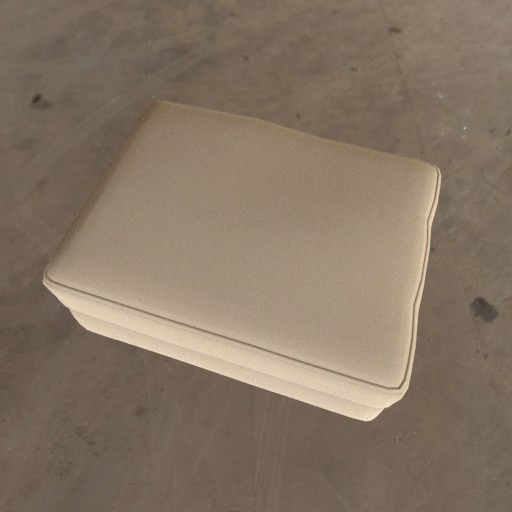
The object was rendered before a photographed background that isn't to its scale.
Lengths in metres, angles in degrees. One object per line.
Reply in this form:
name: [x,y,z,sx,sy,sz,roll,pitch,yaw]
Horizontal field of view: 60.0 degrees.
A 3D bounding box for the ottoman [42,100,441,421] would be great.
ottoman: [0.000,0.000,1.207,0.818,0.485,0.634,16,62,9]
